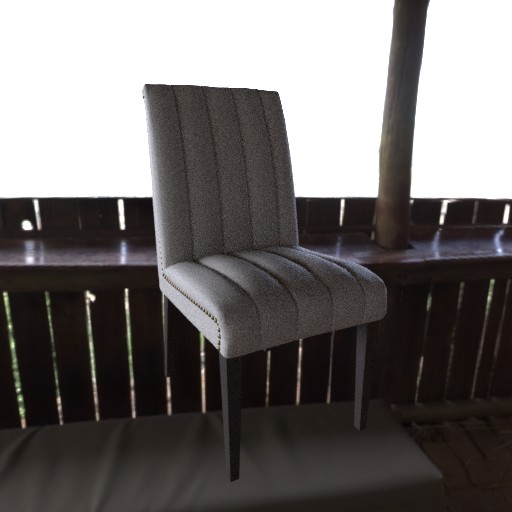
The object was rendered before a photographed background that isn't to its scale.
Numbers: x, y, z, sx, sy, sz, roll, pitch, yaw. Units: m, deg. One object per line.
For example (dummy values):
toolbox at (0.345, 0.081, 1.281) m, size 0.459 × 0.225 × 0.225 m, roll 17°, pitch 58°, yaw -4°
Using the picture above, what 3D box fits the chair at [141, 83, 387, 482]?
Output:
chair at (0.000, 0.000, 1.349) m, size 0.511 × 1.016 × 0.647 m, roll -8°, pitch 18°, yaw -27°
